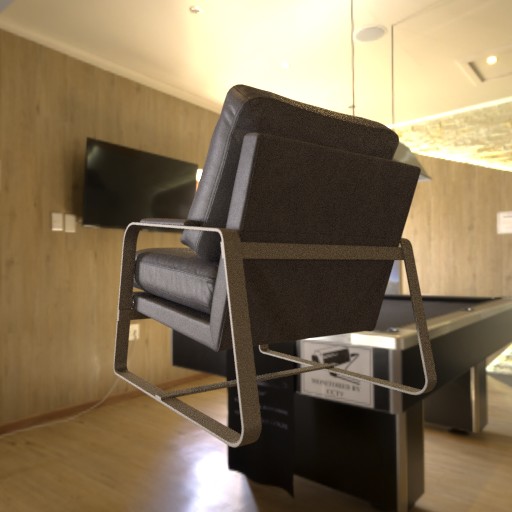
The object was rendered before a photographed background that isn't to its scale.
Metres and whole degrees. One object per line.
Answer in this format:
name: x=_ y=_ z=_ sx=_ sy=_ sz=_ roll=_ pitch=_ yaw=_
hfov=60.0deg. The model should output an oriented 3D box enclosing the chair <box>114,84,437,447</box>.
chair: x=0.000 y=0.000 z=1.476 sx=0.692 sy=0.839 sz=0.878 roll=1 pitch=-1 yaw=-36
